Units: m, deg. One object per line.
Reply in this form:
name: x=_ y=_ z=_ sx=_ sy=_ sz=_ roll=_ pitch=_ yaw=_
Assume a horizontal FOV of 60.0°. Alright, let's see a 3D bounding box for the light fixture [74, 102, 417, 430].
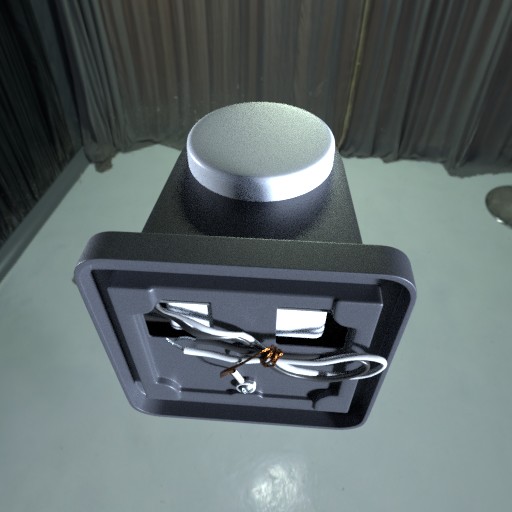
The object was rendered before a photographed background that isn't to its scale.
light fixture: x=0.000 y=0.000 z=0.211 sx=0.109 sy=0.109 sz=0.132 roll=3 pitch=46 yaw=3
